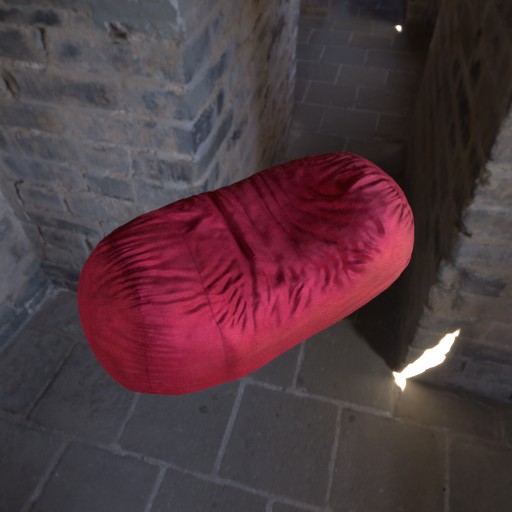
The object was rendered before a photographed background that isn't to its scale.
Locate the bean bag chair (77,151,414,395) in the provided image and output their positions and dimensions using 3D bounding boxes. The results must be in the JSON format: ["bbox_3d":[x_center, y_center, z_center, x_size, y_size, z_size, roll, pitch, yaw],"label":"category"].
[{"bbox_3d":[0.000,0.000,2.924,2.293,0.867,1.216,-24,51,-21],"label":"bean bag chair"}]
